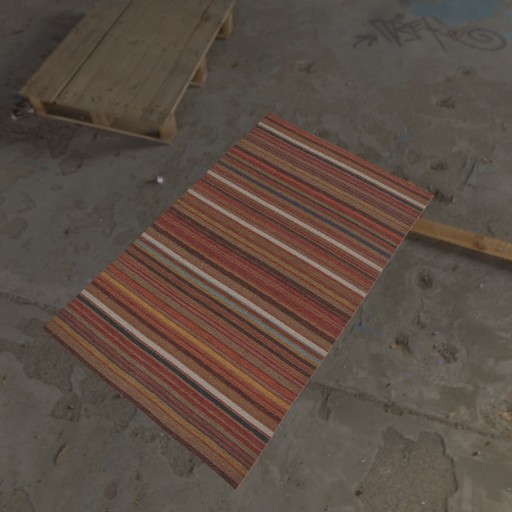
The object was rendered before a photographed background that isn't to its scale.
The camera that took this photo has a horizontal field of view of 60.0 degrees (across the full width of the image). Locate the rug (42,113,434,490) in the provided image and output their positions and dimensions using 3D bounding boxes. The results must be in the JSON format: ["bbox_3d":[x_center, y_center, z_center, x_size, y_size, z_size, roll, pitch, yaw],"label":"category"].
[{"bbox_3d":[0.000,0.000,3.040,1.523,0.008,2.438,32,64,18],"label":"rug"}]
